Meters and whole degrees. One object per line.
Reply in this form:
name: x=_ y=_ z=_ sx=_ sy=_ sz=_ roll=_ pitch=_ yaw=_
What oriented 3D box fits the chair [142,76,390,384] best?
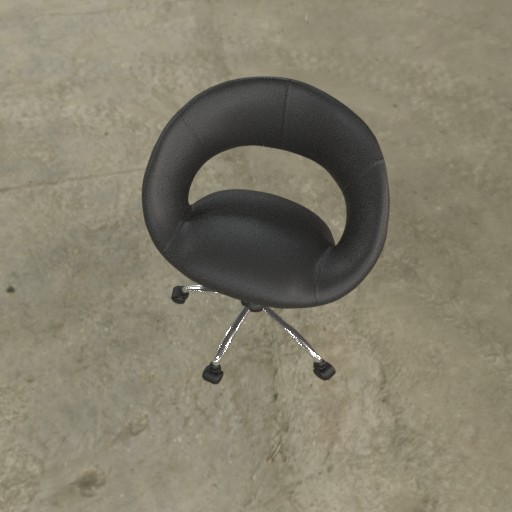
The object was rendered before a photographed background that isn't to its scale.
chair: x=0.000 y=0.000 z=1.193 sx=0.612 sy=0.791 sz=0.538 roll=17 pitch=60 yaw=10
